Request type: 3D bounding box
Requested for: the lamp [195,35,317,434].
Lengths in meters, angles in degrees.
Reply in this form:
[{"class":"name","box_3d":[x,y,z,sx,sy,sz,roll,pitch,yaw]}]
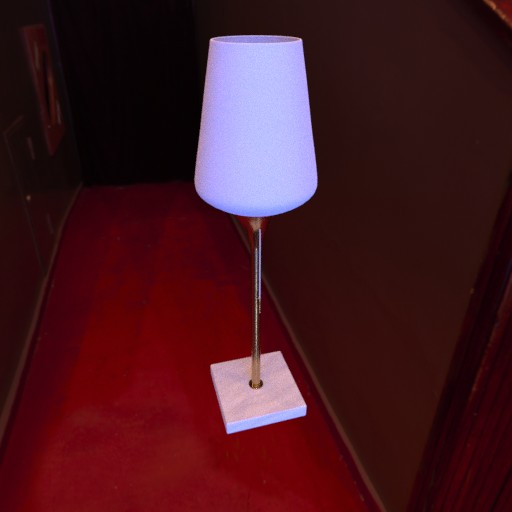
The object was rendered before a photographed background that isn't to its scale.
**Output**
[{"class":"lamp","box_3d":[0.000,0.000,0.724,0.181,0.639,0.181,-8,31,-14]}]
